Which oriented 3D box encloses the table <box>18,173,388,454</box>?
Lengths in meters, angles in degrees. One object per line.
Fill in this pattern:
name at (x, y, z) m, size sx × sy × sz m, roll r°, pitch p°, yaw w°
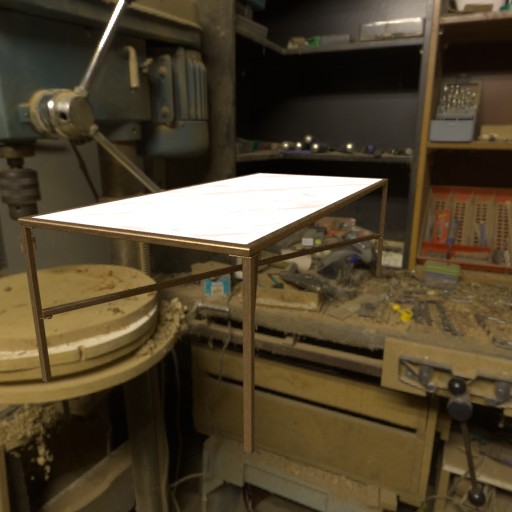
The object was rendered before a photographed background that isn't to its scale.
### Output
table at (0.000, 0.000, 1.422) m, size 0.577 × 0.405 × 1.197 m, roll 8°, pitch 18°, yaw 25°
